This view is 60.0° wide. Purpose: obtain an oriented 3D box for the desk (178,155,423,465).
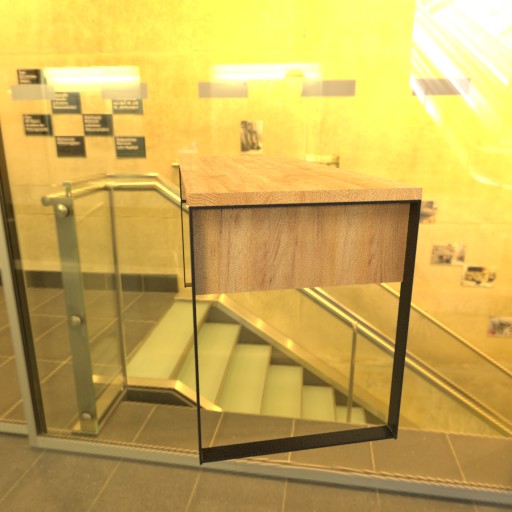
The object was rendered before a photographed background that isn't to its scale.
[{"bbox_3d":[0.000,0.000,1.907,0.600,0.760,1.520,-3,16,-10],"label":"desk"}]
